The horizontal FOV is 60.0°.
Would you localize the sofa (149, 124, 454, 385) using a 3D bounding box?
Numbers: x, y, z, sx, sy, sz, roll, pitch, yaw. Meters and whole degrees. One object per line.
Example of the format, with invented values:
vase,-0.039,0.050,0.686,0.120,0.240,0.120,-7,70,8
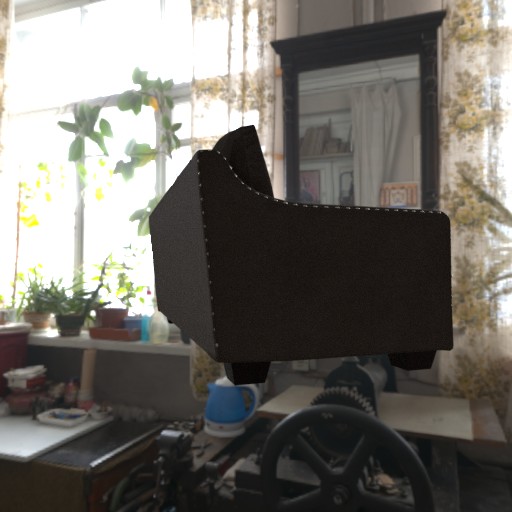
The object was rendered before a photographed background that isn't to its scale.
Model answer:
sofa,0.000,0.000,3.225,1.336,1.196,2.550,1,-2,-18
